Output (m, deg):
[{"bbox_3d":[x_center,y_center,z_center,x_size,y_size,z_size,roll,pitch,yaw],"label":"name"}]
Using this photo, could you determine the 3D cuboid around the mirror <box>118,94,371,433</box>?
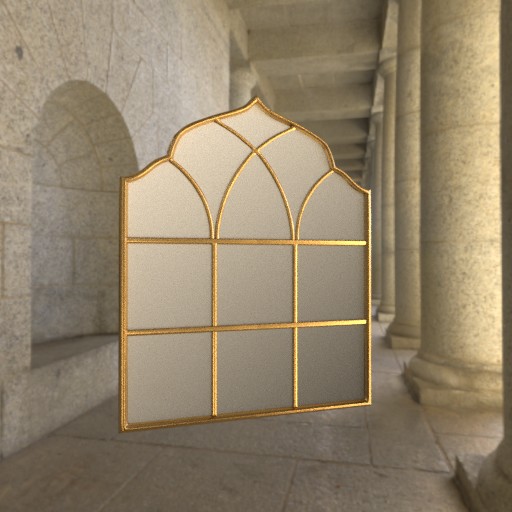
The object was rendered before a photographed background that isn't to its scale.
[{"bbox_3d":[0.000,0.000,0.867,0.513,0.635,0.018,0,0,-17],"label":"mirror"}]
